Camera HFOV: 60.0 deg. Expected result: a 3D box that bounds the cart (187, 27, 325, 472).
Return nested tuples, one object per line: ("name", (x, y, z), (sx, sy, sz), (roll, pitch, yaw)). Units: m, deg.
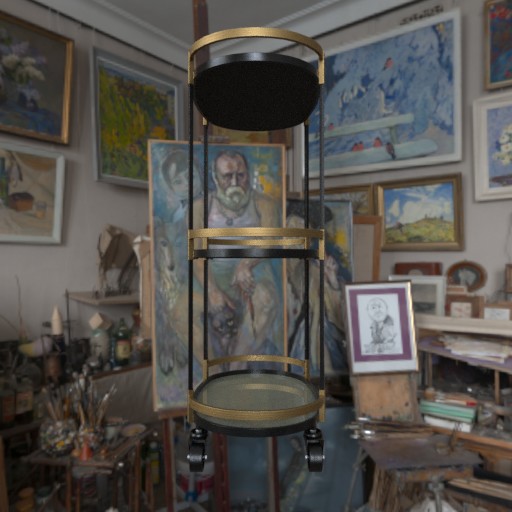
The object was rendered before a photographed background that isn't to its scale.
("cart", (0.000, 0.000, 1.110), (0.311, 0.885, 0.515), (0, -1, 0))
